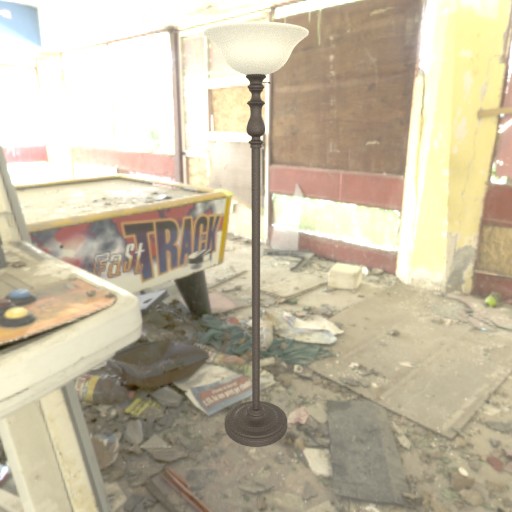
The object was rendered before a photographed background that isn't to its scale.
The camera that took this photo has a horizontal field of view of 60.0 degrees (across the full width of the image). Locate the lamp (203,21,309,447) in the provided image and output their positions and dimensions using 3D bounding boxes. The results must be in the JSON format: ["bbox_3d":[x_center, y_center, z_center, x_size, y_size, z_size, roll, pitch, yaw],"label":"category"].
[{"bbox_3d":[0.000,0.000,1.969,0.405,1.797,0.405,-8,19,-25],"label":"lamp"}]
